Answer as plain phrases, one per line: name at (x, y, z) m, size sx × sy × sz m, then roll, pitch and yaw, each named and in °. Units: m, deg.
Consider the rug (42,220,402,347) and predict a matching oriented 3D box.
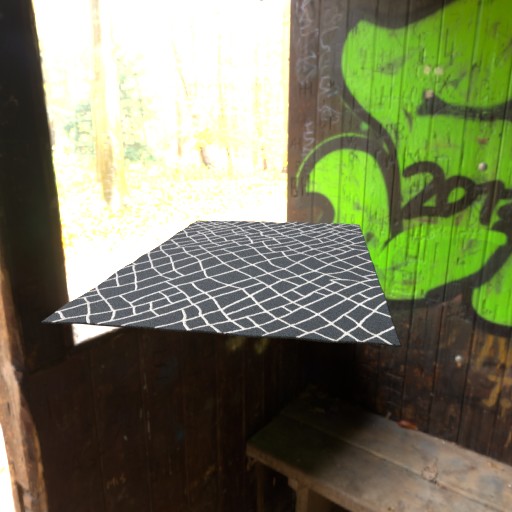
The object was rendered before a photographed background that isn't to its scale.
rug at (0.000, 0.000, 2.994) m, size 1.529 × 0.017 × 2.448 m, roll 2°, pitch 15°, yaw 9°
